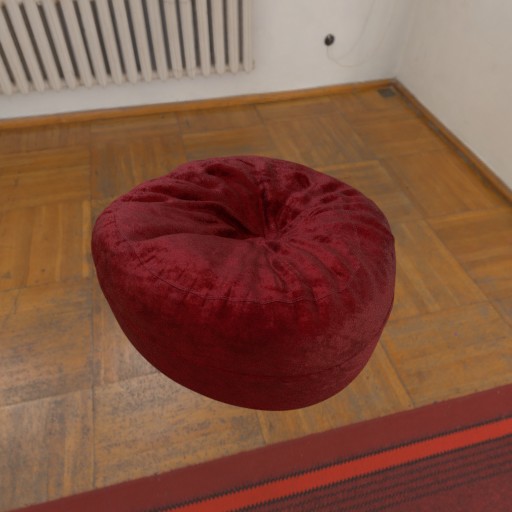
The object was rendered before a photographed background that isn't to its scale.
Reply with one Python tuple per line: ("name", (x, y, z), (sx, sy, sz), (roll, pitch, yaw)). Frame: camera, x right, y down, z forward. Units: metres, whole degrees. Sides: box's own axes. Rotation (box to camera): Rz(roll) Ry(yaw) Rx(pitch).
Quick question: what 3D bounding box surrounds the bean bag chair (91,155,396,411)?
("bean bag chair", (0.000, 0.000, 2.413), (1.524, 0.878, 1.524), (23, 50, 21))
